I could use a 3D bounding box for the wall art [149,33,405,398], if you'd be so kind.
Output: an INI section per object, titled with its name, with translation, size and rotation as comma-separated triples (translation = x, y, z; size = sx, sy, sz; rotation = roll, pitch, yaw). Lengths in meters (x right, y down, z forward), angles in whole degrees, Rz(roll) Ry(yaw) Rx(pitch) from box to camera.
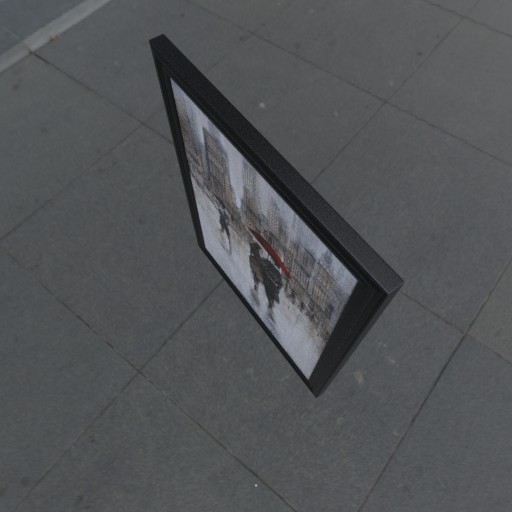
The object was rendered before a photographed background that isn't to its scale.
[wall art]
translation = 0.000, 0.000, 1.595
size = 0.053, 1.194, 0.950
rotation = -33, 67, -16
